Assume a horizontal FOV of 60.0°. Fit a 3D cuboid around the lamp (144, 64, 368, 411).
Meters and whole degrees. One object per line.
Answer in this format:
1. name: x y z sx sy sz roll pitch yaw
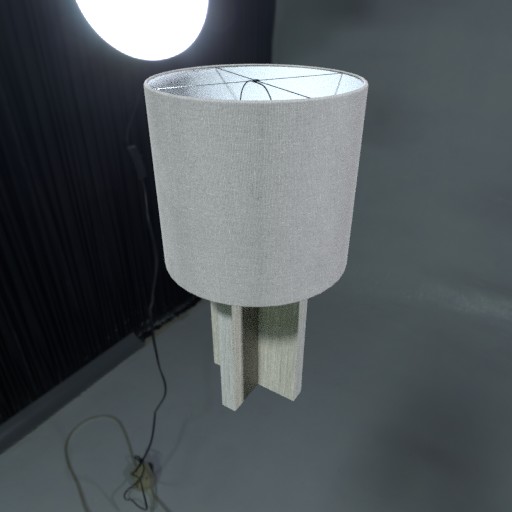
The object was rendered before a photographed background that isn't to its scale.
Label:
1. lamp: 0.000 0.000 0.569 0.229 0.428 0.229 18 35 28
